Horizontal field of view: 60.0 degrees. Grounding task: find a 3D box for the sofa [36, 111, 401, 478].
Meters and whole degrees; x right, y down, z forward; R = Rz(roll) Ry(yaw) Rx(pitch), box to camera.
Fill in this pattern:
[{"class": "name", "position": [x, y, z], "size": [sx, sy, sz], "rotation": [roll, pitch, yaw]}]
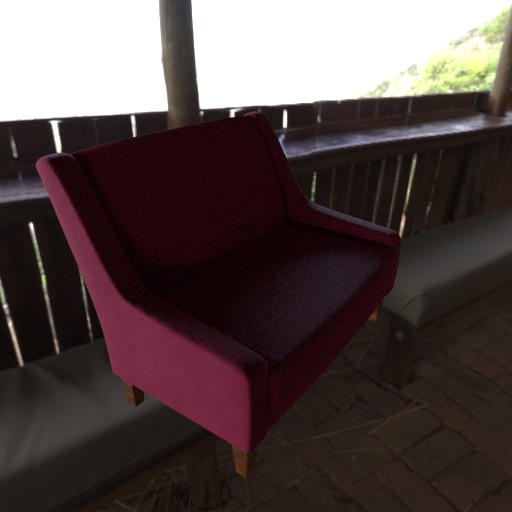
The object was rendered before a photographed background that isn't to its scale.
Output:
[{"class": "sofa", "position": [0.000, 0.000, 1.881], "size": [0.946, 0.976, 1.242], "rotation": [18, 31, 31]}]
